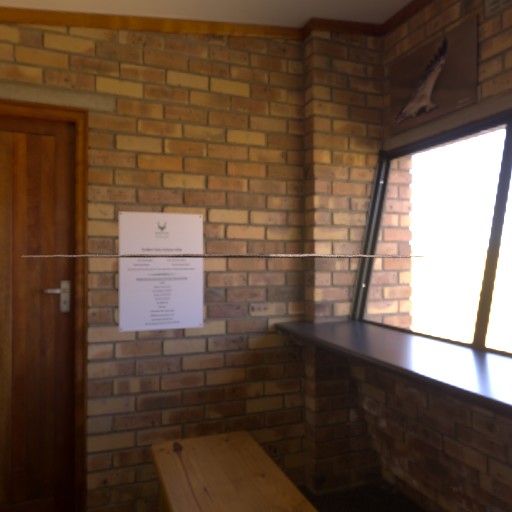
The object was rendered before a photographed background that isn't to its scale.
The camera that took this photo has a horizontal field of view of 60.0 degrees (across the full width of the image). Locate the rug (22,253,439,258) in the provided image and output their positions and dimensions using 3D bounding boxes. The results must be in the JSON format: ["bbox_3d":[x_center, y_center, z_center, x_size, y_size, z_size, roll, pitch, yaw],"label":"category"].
[{"bbox_3d":[0.000,0.000,3.243,1.964,0.025,2.455,0,0,37],"label":"rug"}]
